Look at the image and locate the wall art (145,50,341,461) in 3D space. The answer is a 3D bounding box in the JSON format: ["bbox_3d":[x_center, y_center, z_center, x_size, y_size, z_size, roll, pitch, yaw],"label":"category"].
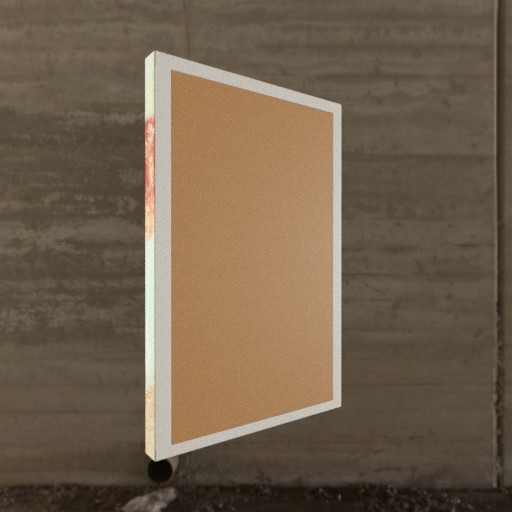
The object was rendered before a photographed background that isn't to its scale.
[{"bbox_3d":[0.000,0.000,0.788,0.401,0.610,0.038,0,0,-36],"label":"wall art"}]
